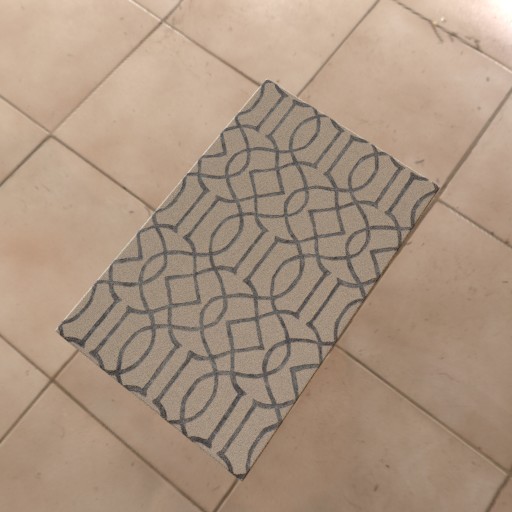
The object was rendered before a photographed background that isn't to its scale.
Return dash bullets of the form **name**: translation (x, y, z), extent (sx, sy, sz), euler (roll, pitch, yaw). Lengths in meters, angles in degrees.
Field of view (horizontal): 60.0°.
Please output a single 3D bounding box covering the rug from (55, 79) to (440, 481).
- **rug**: translation (0.000, 0.000, 3.017), extent (1.521, 0.017, 2.365), euler (35, 78, 9)
